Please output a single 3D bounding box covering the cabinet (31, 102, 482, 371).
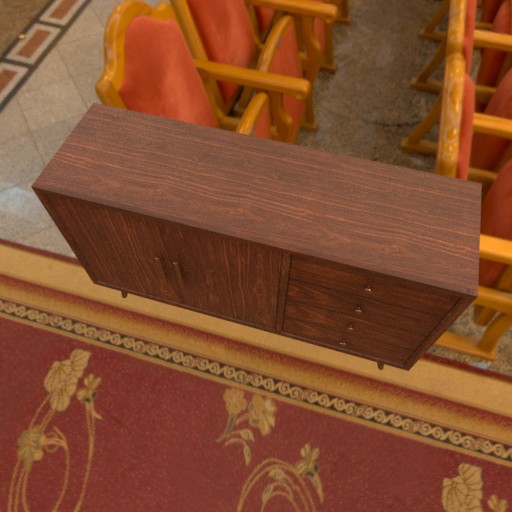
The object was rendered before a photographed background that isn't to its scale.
[{"bbox_3d":[0.000,0.000,2.012,1.575,0.940,0.505,14,59,9],"label":"cabinet"}]
